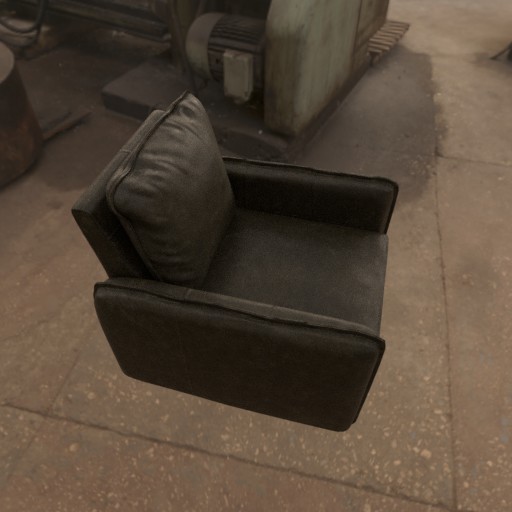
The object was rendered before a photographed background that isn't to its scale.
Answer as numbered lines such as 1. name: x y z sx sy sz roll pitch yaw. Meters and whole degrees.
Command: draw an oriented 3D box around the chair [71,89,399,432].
1. chair: 0.000 0.000 1.583 0.921 0.921 0.830 11 48 10
